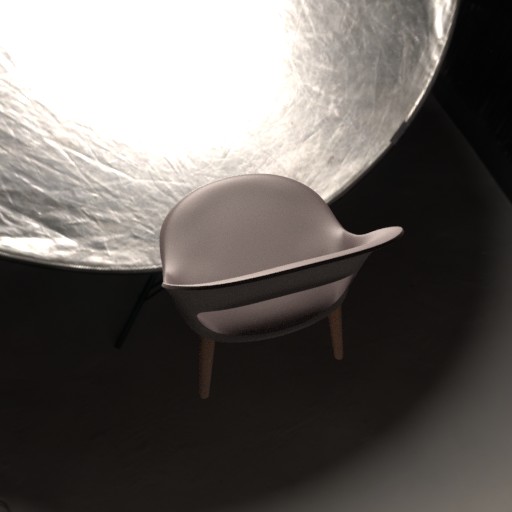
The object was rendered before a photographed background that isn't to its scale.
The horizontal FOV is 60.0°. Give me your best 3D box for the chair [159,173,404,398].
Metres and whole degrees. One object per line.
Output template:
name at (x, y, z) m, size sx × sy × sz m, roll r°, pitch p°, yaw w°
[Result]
chair at (0.000, 0.000, 1.127) m, size 0.470 × 0.794 × 0.556 m, roll -14°, pitch 59°, yaw -8°
